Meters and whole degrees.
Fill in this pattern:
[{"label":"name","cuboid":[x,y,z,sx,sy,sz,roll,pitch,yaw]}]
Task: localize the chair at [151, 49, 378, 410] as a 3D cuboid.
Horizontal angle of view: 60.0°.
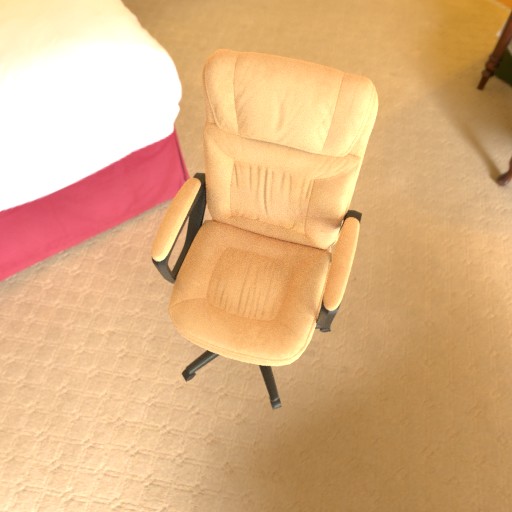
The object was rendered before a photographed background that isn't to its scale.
[{"label":"chair","cuboid":[0.000,0.000,1.539,0.667,1.105,0.724,15,60,9]}]
